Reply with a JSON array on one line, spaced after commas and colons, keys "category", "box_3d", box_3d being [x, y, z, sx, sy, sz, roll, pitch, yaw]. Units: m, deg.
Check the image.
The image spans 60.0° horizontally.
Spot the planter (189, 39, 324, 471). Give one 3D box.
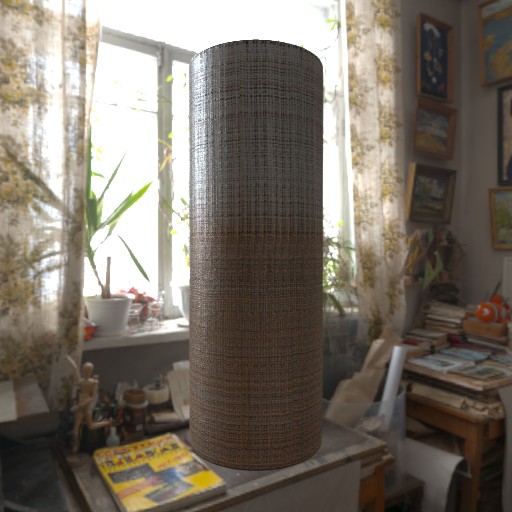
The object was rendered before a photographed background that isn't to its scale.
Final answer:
[{"category": "planter", "box_3d": [0.000, 0.000, 0.331, 0.099, 0.278, 0.099, 0, 1, 18]}]
